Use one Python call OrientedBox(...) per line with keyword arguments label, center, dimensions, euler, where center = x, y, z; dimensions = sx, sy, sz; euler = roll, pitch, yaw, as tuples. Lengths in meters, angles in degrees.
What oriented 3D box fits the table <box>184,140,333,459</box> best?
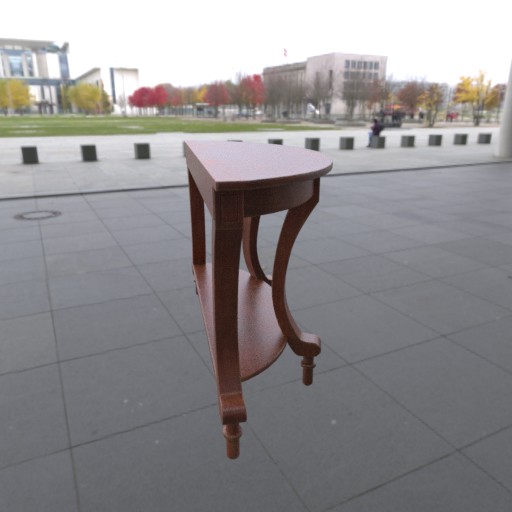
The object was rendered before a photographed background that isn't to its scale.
OrientedBox(label="table", center=(0.000, 0.000, 1.521), dimensions=(0.394, 0.699, 1.198), euler=(-4, 18, -11))
